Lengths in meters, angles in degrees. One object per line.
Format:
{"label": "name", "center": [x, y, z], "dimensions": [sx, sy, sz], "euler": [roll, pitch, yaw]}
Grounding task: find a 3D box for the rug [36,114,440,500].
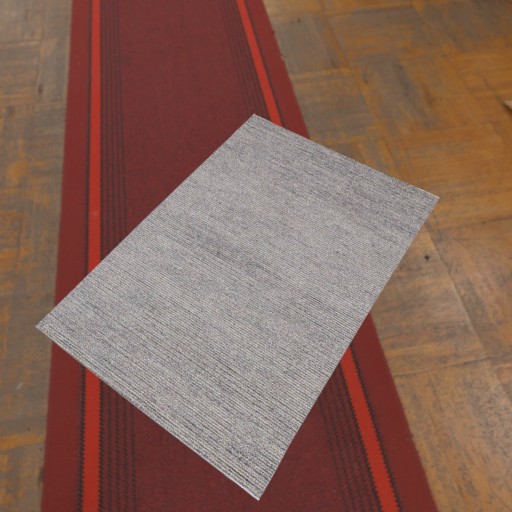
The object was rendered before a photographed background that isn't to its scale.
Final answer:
{"label": "rug", "center": [0.000, 0.000, 2.890], "dimensions": [1.604, 0.030, 2.307], "euler": [30, 62, 18]}
